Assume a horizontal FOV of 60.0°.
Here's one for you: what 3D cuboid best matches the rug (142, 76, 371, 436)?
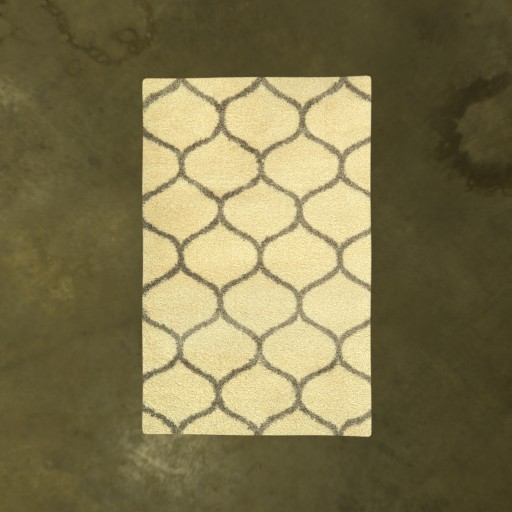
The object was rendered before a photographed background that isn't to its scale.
[{"bbox_3d":[0.000,0.000,2.911,1.501,0.024,2.348,0,90,2],"label":"rug"}]
